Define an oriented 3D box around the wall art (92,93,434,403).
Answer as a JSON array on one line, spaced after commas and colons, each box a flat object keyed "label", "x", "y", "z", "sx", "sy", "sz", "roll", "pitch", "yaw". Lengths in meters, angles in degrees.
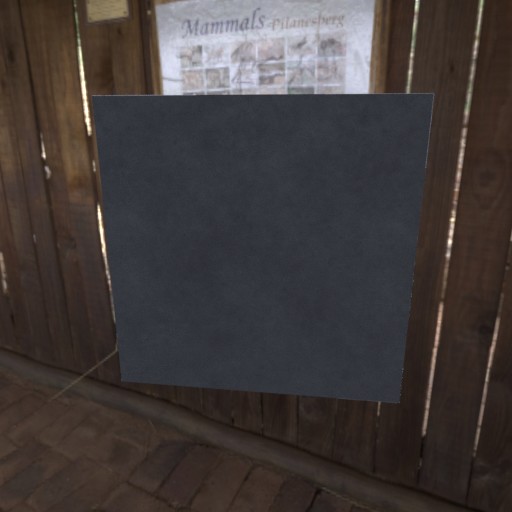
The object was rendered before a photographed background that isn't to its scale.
[{"label": "wall art", "x": 0.000, "y": 0.000, "z": 1.119, "sx": 0.765, "sy": 0.765, "sz": 0.046, "roll": 2, "pitch": 18, "yaw": 7}]
